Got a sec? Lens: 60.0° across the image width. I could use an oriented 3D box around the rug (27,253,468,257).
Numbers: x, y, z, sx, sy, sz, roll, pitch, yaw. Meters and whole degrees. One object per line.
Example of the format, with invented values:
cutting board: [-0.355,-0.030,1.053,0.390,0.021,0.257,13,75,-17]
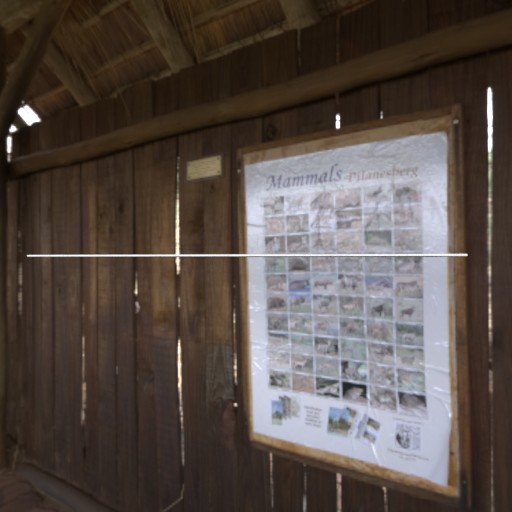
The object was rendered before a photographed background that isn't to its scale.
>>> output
rug: [0.000,0.000,3.041,2.435,0.011,1.517,0,0,18]
